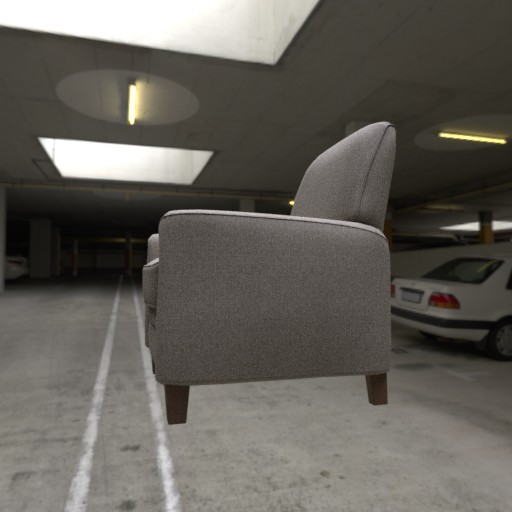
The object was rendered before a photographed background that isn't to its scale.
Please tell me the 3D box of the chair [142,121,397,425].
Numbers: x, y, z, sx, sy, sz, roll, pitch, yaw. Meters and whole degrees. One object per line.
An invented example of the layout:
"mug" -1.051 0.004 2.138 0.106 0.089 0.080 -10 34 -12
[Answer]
"chair" 0.000 0.000 1.753 0.864 1.014 0.848 1 -3 -16
